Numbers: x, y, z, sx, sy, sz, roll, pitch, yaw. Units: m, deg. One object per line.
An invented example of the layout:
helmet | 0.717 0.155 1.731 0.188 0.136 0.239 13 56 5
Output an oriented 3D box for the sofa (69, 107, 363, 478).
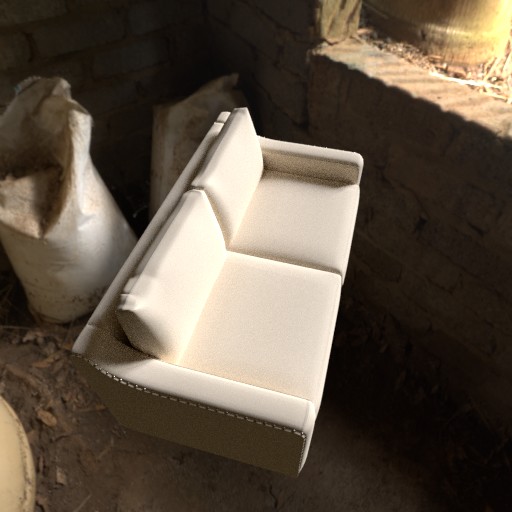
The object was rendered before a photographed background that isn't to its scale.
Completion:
sofa | 0.000 0.000 2.338 0.949 0.830 1.812 11 48 10
